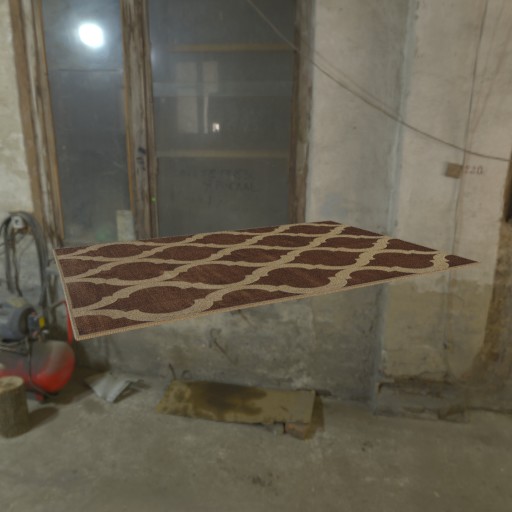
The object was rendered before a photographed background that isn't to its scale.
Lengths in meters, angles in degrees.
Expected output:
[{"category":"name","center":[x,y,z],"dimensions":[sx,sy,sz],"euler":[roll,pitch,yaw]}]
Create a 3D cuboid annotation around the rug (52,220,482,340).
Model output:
[{"category":"rug","center":[0.000,0.000,2.815],"dimensions":[2.290,0.014,1.526],"euler":[-8,17,-26]}]
